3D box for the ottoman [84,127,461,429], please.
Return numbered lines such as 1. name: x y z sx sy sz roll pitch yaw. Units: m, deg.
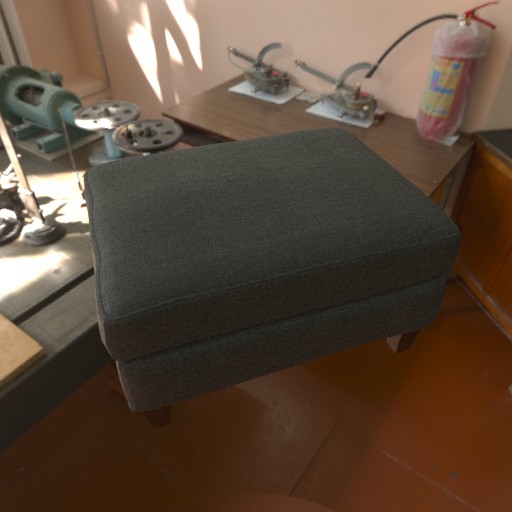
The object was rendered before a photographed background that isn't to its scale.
1. ottoman: 0.000 0.000 1.237 0.826 0.496 0.639 -13 42 -15
